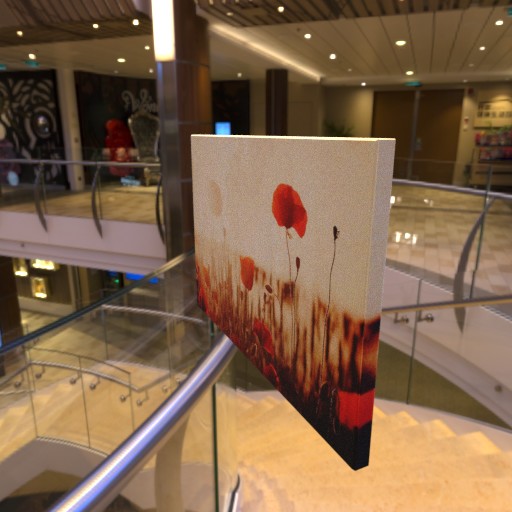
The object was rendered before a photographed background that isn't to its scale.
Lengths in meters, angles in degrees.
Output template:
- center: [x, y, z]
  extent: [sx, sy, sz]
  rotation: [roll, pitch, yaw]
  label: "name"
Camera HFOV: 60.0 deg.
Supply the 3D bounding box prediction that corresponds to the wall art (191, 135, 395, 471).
- center: [0.000, 0.000, 1.152]
  extent: [0.038, 0.602, 0.918]
  rotation: [-7, 17, -25]
  label: "wall art"
